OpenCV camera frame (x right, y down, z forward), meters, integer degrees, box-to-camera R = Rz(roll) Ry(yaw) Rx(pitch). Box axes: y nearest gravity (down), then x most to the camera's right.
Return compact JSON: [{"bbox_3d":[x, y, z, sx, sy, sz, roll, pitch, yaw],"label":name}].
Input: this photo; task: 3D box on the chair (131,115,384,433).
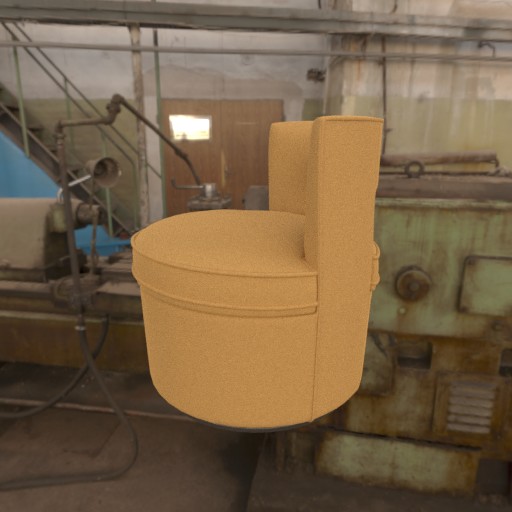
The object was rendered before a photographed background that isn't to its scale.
[{"bbox_3d":[0.000,0.000,1.220,0.665,0.723,0.650,-2,16,-7],"label":"chair"}]
